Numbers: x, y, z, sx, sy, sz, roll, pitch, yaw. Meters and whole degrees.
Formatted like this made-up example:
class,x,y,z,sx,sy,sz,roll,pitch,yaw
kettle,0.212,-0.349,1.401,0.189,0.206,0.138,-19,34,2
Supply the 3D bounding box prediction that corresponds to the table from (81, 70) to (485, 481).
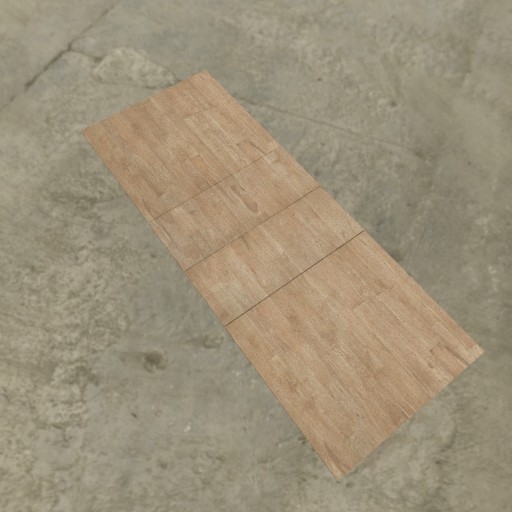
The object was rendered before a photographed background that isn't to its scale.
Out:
class,x,y,z,sx,sy,sz,roll,pitch,yaw
table,0.000,0.000,2.956,1.000,0.752,2.603,-33,67,-16
